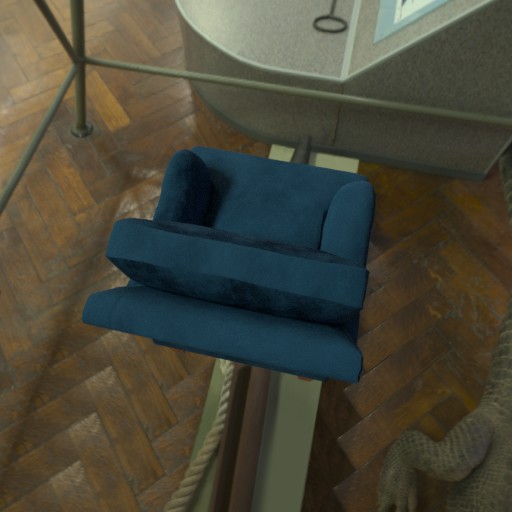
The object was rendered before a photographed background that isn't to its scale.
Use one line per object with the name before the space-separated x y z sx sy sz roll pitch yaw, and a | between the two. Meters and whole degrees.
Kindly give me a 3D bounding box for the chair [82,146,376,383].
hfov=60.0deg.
chair | 0.000 0.000 1.889 0.895 1.076 1.078 11 64 6
